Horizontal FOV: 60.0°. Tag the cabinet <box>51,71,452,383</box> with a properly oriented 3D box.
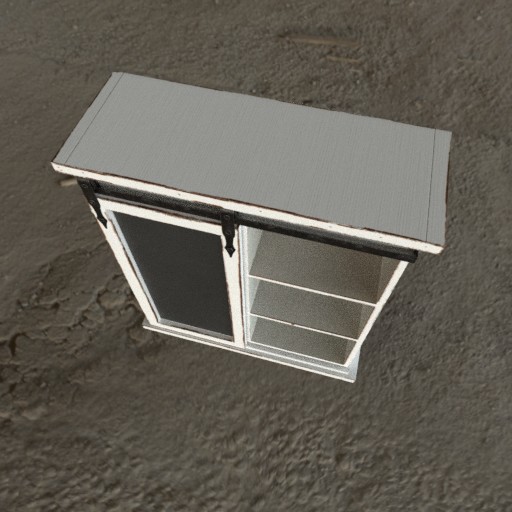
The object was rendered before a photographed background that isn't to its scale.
[{"bbox_3d":[0.000,0.000,0.894,0.541,0.603,0.210,13,59,8],"label":"cabinet"}]
